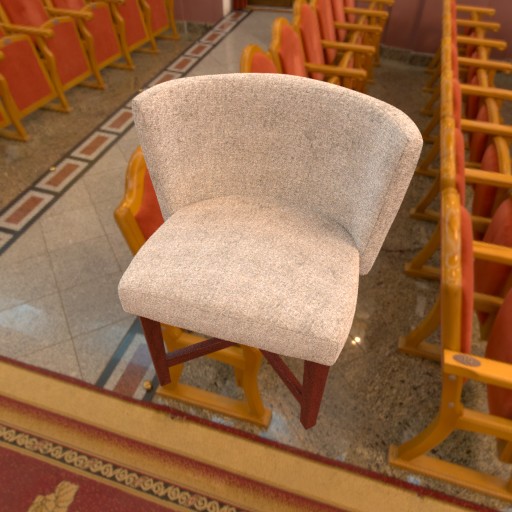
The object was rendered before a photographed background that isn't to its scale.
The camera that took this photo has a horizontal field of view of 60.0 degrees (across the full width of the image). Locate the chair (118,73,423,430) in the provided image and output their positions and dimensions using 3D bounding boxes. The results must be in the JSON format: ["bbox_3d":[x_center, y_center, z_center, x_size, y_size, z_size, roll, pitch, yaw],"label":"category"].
[{"bbox_3d":[0.000,0.000,1.258,0.728,0.827,0.575,12,44,13],"label":"chair"}]
